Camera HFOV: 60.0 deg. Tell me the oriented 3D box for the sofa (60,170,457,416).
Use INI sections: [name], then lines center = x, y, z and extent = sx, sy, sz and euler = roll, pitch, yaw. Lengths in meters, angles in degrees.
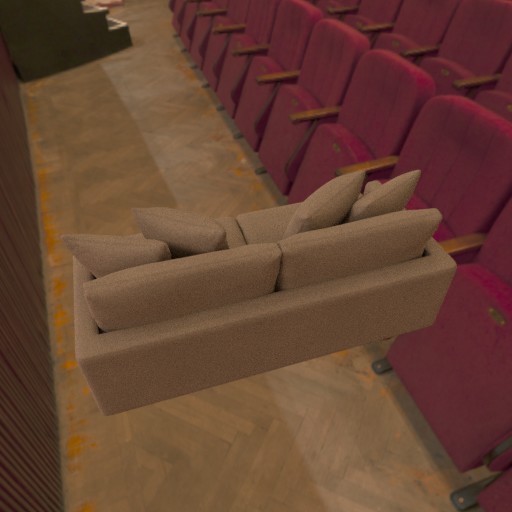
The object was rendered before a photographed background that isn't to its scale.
[sofa]
center = 0.000, 0.000, 3.077
extent = 2.380, 1.084, 1.228
euler = -12, 44, -13
